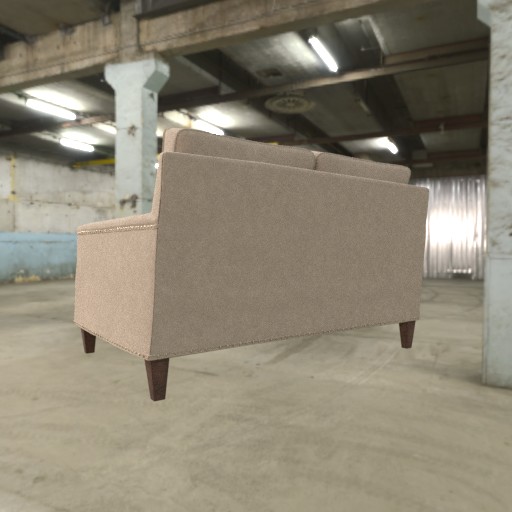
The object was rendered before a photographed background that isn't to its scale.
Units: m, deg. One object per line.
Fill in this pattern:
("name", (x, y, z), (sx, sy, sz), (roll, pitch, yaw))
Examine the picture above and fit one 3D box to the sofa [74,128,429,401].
("sofa", (0.000, 0.000, 2.327), (1.597, 1.002, 1.084), (-1, 1, -36))
